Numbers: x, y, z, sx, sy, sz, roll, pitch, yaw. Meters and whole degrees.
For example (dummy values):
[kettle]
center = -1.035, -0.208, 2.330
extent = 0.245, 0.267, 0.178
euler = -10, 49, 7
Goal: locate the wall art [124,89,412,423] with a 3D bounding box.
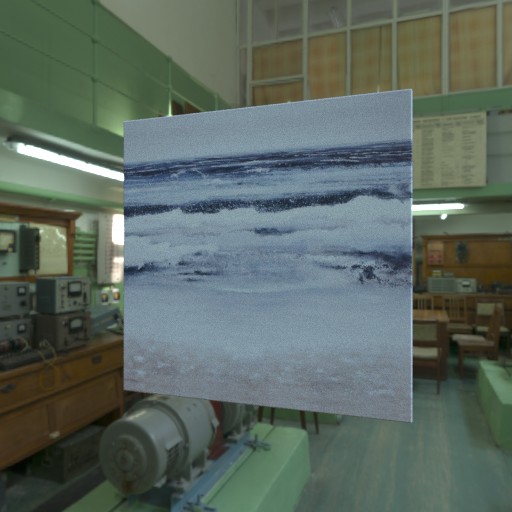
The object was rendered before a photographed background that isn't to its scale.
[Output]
[wall art]
center = 0.000, 0.000, 1.137
extent = 0.755, 0.747, 0.065
euler = 0, 0, 19
